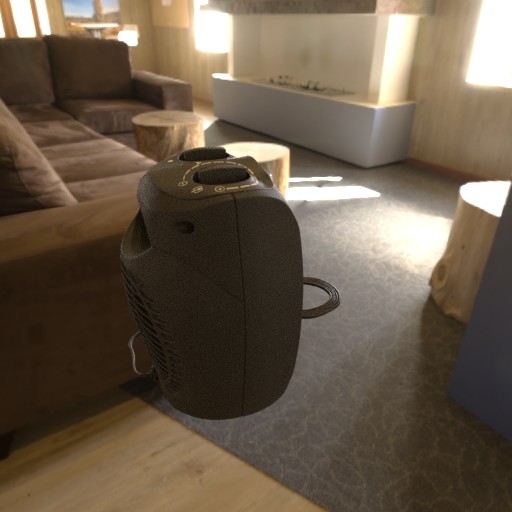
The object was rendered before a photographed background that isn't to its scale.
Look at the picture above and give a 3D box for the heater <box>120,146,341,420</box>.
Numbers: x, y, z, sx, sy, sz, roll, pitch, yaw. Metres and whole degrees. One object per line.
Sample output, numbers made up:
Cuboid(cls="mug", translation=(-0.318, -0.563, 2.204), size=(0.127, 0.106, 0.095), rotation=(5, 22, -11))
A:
Cuboid(cls="heater", translation=(0.000, 0.000, 0.478), size=(0.291, 0.240, 0.239), rotation=(-9, 30, -17))
